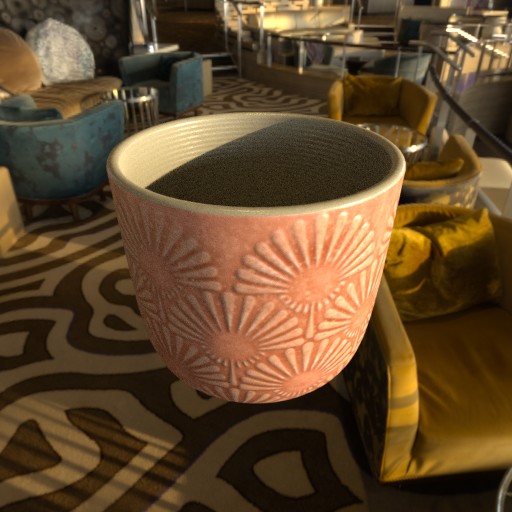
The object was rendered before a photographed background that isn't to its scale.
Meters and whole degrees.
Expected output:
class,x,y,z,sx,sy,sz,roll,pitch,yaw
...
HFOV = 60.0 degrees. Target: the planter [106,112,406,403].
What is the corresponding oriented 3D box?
class,x,y,z,sx,sy,sz,roll,pitch,yaw
planter,0.000,0.000,0.218,0.124,0.109,0.124,0,32,0
